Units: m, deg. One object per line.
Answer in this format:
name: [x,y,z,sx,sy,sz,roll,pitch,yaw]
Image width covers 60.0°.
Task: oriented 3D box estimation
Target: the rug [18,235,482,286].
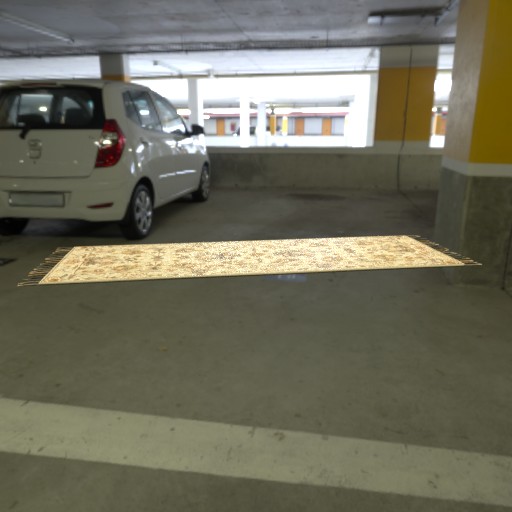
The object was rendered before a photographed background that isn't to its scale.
rug: [0.000,0.000,2.632,2.438,0.021,0.729,-2,16,-8]
